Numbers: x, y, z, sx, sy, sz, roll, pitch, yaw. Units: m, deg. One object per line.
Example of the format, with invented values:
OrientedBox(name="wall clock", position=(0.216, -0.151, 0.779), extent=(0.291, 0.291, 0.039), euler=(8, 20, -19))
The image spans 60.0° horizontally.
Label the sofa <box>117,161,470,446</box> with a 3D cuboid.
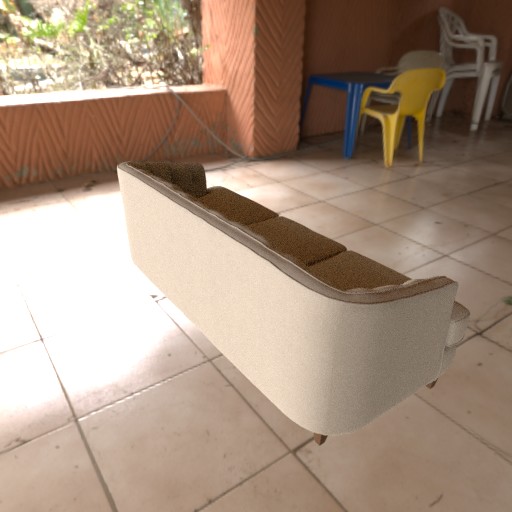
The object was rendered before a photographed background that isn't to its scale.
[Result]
OrientedBox(name="sofa", position=(0.000, 0.000, 2.682), extent=(0.941, 0.855, 2.278), euler=(-19, 33, -31))
